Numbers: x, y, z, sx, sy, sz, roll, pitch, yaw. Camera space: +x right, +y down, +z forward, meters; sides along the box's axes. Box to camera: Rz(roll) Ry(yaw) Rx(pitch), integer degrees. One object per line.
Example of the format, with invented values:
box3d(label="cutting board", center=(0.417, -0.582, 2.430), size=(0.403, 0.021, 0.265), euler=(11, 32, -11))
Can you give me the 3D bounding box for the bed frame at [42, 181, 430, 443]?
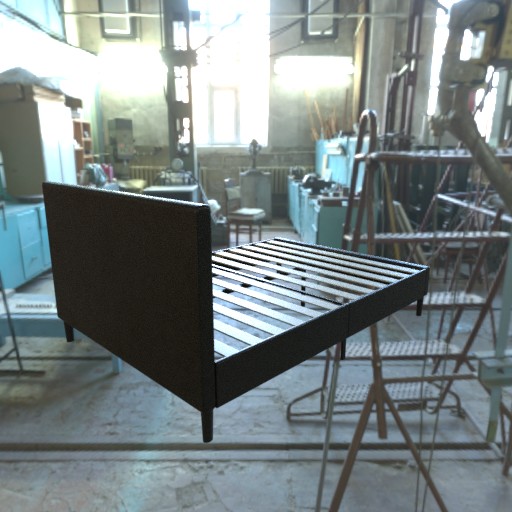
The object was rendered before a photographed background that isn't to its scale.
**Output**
box3d(label="bed frame", center=(0.000, 0.000, 3.260), size=(1.634, 1.127, 2.318), euler=(14, 20, 43))
